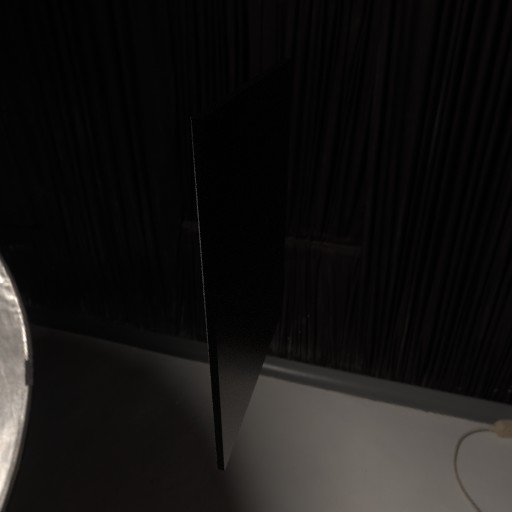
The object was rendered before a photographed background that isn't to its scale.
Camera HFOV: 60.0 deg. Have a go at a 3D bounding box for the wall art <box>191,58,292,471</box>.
[{"bbox_3d":[0.000,0.000,0.775,0.013,0.582,0.442,8,32,13],"label":"wall art"}]
